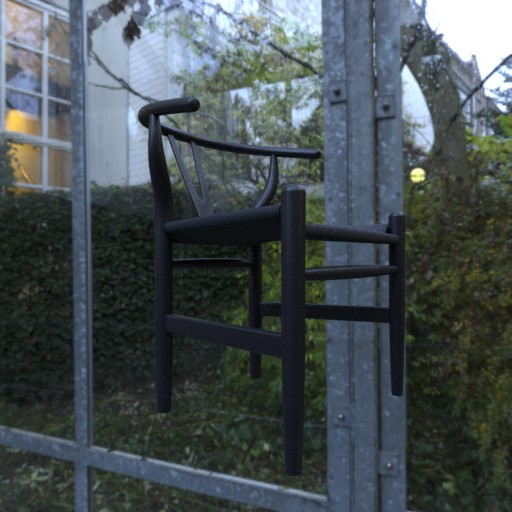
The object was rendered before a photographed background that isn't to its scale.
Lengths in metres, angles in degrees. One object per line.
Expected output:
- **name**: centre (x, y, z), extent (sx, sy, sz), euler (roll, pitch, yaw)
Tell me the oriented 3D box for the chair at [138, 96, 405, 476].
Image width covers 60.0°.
- **chair**: centre (0.000, 0.000, 1.115), extent (0.579, 0.730, 0.569), euler (0, -1, 36)
